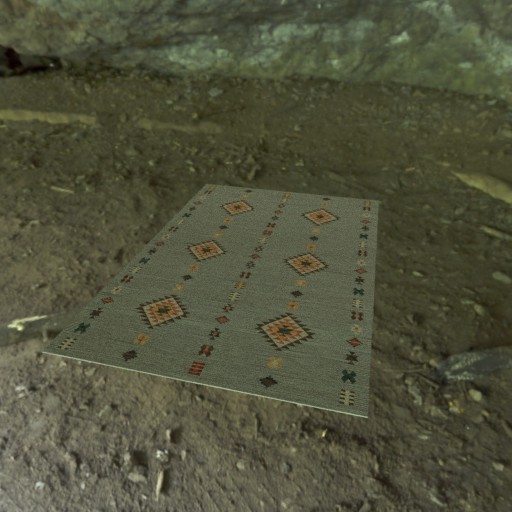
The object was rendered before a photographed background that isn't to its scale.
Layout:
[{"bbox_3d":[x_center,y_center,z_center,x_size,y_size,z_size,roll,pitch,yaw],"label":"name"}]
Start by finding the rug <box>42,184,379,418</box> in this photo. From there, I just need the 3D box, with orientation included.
[{"bbox_3d":[0.000,0.000,2.319,1.217,0.005,1.818,7,31,13],"label":"rug"}]
